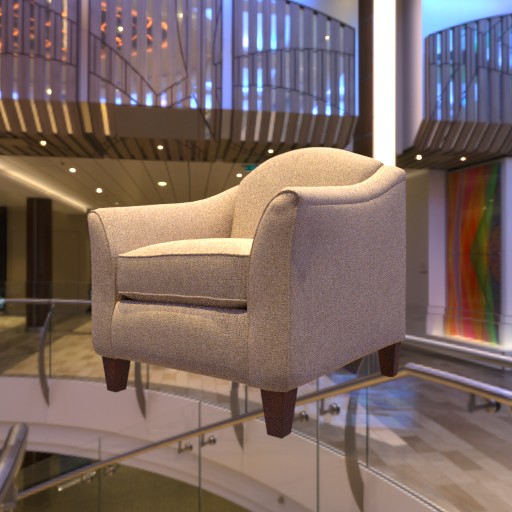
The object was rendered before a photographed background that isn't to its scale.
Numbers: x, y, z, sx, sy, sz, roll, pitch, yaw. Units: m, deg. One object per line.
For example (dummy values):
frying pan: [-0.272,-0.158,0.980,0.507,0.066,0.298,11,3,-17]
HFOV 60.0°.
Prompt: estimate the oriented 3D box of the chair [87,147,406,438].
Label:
chair: [0.000,0.000,1.461,0.763,0.839,0.787,0,-1,36]
